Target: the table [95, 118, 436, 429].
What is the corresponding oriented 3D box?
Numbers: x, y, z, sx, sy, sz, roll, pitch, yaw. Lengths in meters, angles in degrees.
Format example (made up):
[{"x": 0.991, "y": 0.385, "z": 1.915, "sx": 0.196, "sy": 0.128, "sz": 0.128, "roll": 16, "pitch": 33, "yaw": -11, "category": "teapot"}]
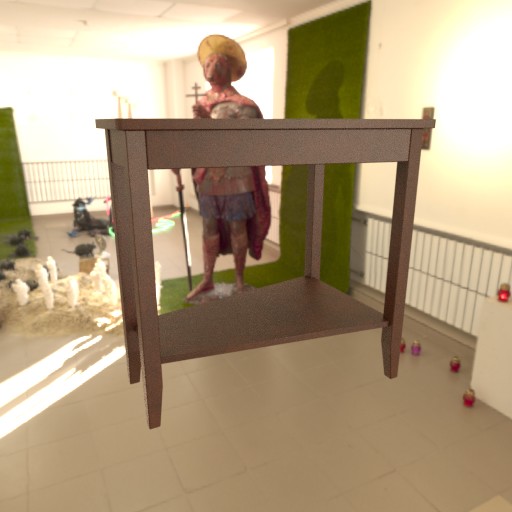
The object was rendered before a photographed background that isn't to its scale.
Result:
[{"x": 0.000, "y": 0.000, "z": 0.999, "sx": 0.605, "sy": 0.589, "sz": 0.399, "roll": -8, "pitch": 19, "yaw": -26, "category": "table"}]
